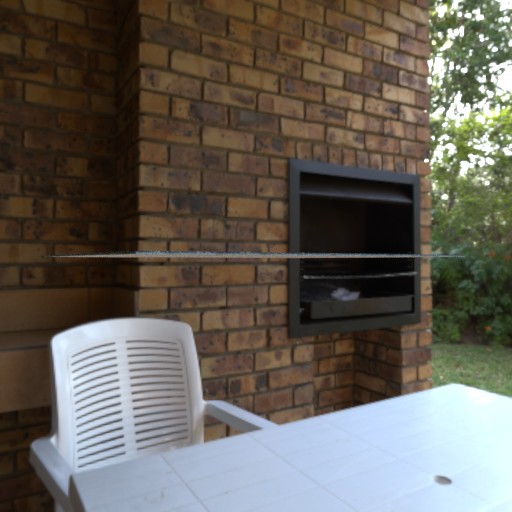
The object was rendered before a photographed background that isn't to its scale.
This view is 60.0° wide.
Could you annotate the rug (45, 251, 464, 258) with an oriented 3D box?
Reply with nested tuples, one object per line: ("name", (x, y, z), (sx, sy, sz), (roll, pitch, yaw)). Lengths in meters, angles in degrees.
("rug", (0.000, 0.000, 2.853), (2.207, 0.014, 1.567), (0, -1, -36))
